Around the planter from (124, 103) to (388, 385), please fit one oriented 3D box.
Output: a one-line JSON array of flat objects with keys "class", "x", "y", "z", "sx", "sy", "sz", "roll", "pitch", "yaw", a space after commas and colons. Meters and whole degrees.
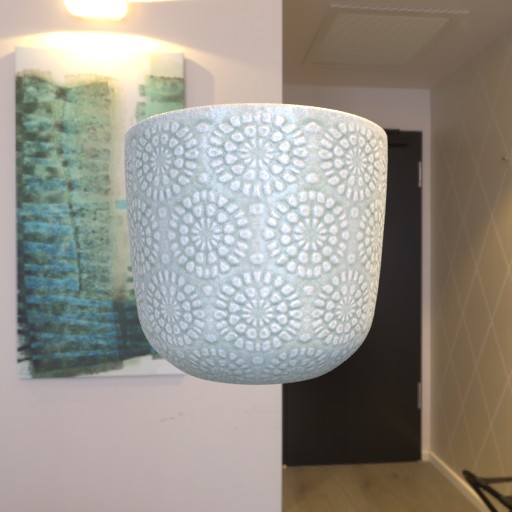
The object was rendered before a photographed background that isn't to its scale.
[{"class": "planter", "x": 0.000, "y": 0.000, "z": 0.218, "sx": 0.124, "sy": 0.109, "sz": 0.124, "roll": 0, "pitch": 0, "yaw": 0}]
